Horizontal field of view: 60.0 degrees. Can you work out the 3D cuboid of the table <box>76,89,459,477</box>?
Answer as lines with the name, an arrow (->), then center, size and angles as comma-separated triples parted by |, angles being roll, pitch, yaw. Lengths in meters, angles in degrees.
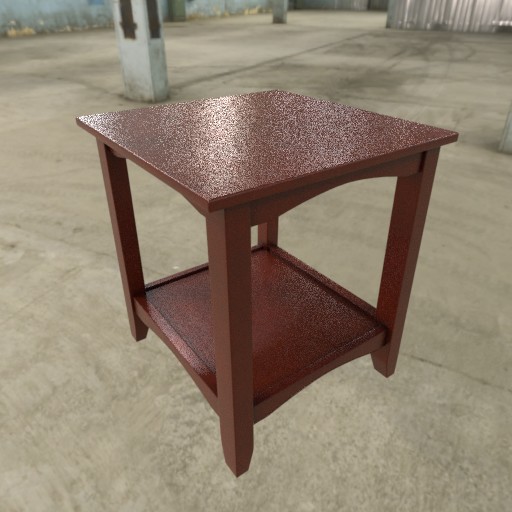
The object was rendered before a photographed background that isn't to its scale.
table -> 0.000, 0.000, 0.951 | 0.522, 0.558, 0.523 | -19, 35, -28
